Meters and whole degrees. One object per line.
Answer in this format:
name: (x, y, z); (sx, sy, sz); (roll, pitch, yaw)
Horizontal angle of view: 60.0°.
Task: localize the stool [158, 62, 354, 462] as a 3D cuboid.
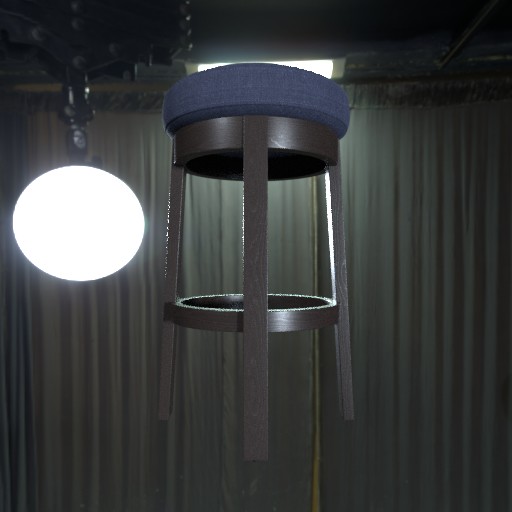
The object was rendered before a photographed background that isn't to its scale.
stool: (0.000, 0.000, 1.032); (0.446, 0.758, 0.446); (0, 0, 0)
